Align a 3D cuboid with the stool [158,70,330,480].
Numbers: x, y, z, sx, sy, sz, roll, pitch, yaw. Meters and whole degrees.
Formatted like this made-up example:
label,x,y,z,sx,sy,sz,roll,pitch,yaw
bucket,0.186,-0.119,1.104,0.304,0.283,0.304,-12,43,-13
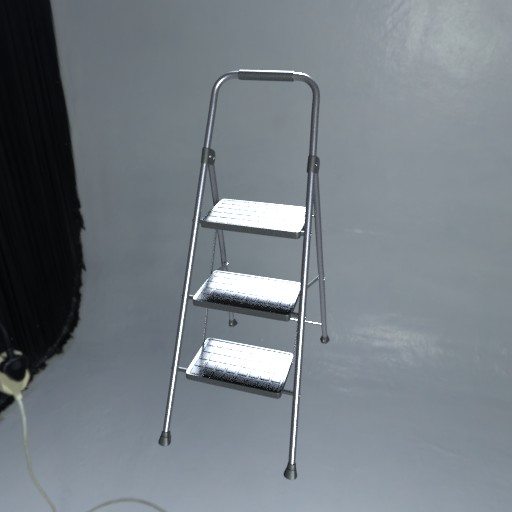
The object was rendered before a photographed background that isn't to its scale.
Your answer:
label,x,y,z,sx,sy,sz,roll,pitch,yaw
stool,0.000,0.000,1.469,0.473,1.121,0.733,8,28,15
